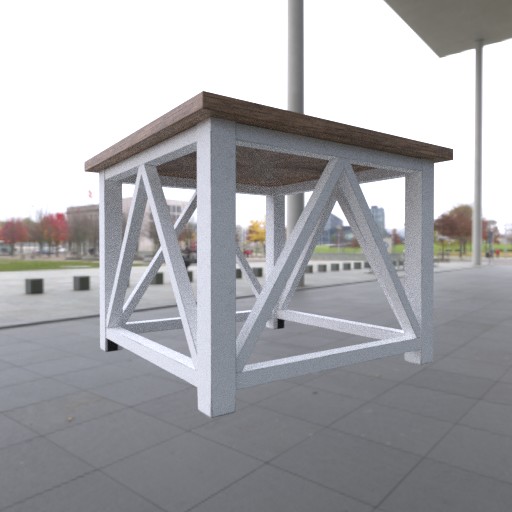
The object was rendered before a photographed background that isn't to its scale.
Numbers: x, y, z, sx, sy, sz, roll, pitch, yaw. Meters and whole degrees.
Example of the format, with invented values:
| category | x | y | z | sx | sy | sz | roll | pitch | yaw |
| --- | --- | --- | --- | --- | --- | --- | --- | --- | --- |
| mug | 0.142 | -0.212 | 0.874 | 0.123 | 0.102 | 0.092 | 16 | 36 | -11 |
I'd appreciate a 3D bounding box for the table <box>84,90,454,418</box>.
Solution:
| category | x | y | z | sx | sy | sz | roll | pitch | yaw |
| --- | --- | --- | --- | --- | --- | --- | --- | --- | --- |
| table | 0.000 | 0.000 | 1.181 | 0.700 | 0.532 | 0.700 | -1 | 1 | -35 |
